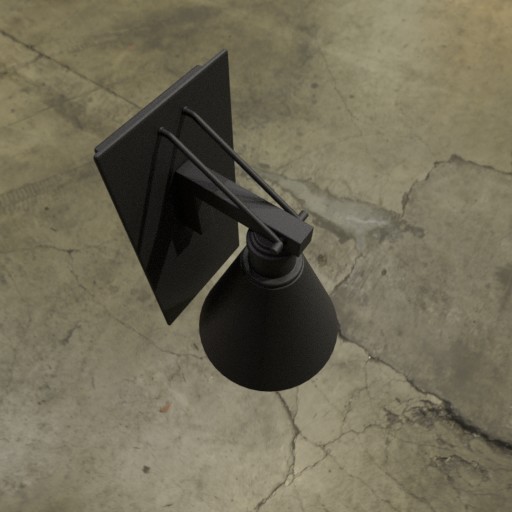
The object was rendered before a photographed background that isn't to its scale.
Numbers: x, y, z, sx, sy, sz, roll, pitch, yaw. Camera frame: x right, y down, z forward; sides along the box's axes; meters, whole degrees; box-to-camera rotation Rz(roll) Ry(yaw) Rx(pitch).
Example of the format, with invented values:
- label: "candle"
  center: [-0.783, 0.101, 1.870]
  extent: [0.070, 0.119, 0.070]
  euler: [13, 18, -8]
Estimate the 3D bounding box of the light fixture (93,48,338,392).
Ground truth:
- label: "light fixture"
  center: [0.000, 0.000, 0.432]
  extent: [0.207, 0.298, 0.170]
  euler: [31, 64, 17]
